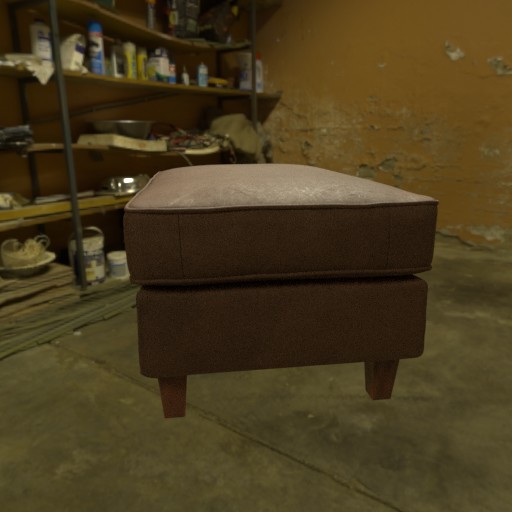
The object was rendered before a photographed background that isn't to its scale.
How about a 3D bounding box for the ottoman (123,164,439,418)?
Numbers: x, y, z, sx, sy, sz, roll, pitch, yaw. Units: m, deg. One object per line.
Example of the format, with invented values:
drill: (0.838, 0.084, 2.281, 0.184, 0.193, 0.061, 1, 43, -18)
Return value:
ottoman: (0.000, 0.000, 1.219, 0.596, 0.481, 0.860, -2, 15, -8)
